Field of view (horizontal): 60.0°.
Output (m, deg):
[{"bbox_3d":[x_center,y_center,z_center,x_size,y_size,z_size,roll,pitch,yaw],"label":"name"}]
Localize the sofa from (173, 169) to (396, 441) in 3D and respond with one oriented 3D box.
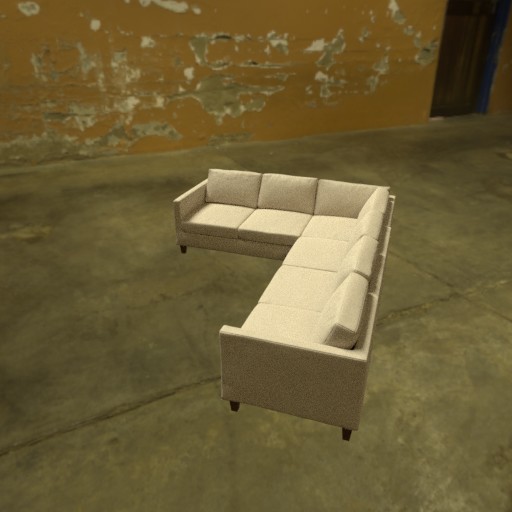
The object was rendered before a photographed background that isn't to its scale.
[{"bbox_3d":[0.000,0.000,4.329,2.432,0.863,3.182,9,27,17],"label":"sofa"}]
